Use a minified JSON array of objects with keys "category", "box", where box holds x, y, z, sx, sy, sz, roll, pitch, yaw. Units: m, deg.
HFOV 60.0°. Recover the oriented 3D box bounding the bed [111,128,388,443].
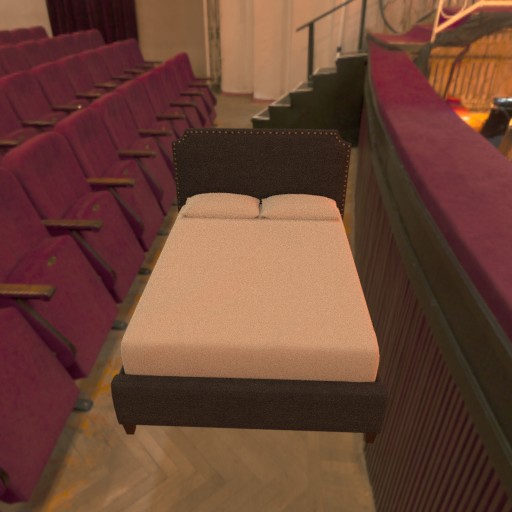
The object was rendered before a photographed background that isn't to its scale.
[{"category":"bed","box":[0.000,0.000,3.541,1.713,1.443,2.372,1,30,2]}]
